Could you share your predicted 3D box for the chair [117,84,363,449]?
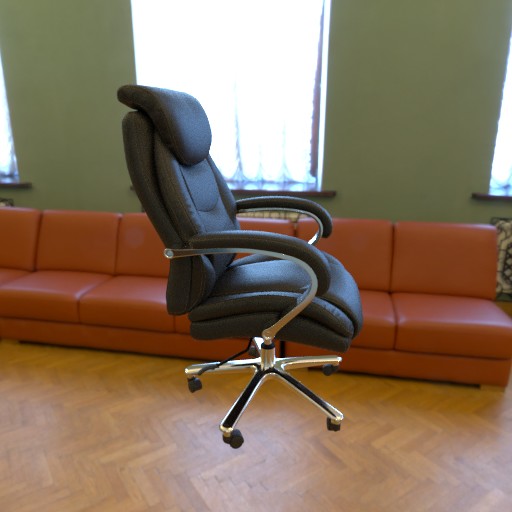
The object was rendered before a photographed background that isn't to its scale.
[{"bbox_3d":[0.000,0.000,1.648,0.790,1.183,0.755,3,17,9],"label":"chair"}]
